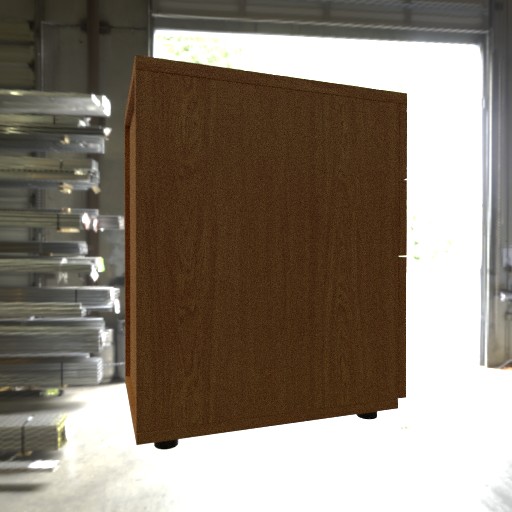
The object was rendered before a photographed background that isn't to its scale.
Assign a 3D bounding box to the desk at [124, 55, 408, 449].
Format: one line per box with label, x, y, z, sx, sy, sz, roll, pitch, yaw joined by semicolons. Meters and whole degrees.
desk;0.000;0.000;1.089;0.600;0.730;0.404;0;1;-19
